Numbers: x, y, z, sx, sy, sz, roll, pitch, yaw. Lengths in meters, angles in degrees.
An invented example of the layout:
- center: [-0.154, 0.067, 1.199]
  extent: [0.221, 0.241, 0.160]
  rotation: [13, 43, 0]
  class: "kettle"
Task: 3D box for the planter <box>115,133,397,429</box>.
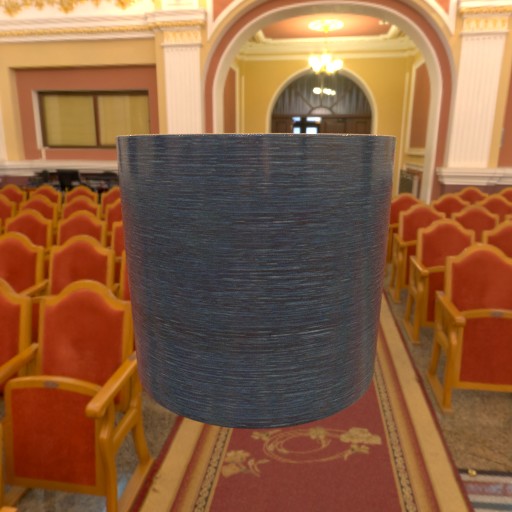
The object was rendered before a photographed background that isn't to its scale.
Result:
- center: [0.000, 0.000, 0.389]
  extent: [0.221, 0.201, 0.221]
  rotation: [0, 14, 0]
  class: "planter"
